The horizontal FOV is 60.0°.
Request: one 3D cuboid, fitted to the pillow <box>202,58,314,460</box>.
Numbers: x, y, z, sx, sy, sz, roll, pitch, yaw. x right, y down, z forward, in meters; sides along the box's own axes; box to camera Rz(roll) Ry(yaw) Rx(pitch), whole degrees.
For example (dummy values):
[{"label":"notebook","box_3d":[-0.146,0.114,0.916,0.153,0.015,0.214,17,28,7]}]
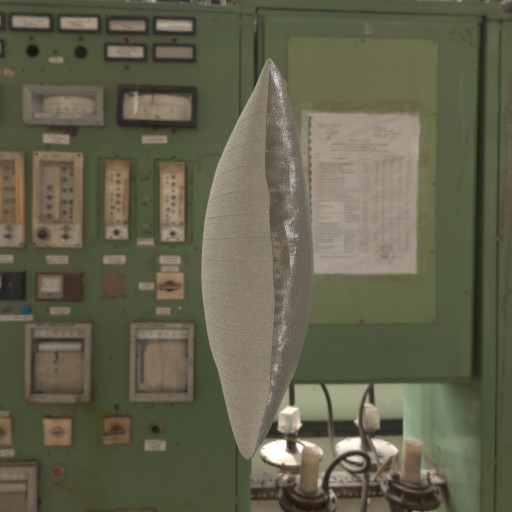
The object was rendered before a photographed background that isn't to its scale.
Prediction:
[{"label":"pillow","box_3d":[0.000,0.000,0.739,0.175,0.464,0.470,0,2,-1]}]
